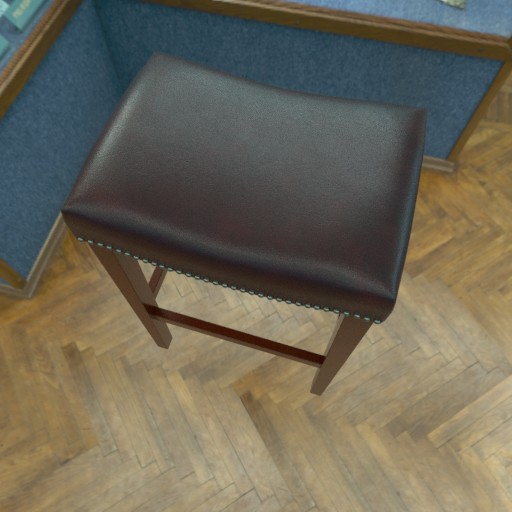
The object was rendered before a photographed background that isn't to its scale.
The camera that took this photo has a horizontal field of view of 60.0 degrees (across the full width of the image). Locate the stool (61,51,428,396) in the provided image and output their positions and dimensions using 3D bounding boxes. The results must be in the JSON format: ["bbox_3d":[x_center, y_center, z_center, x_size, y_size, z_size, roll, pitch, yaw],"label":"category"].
[{"bbox_3d":[0.000,0.000,0.993,0.504,0.742,0.372,15,64,7],"label":"stool"}]
